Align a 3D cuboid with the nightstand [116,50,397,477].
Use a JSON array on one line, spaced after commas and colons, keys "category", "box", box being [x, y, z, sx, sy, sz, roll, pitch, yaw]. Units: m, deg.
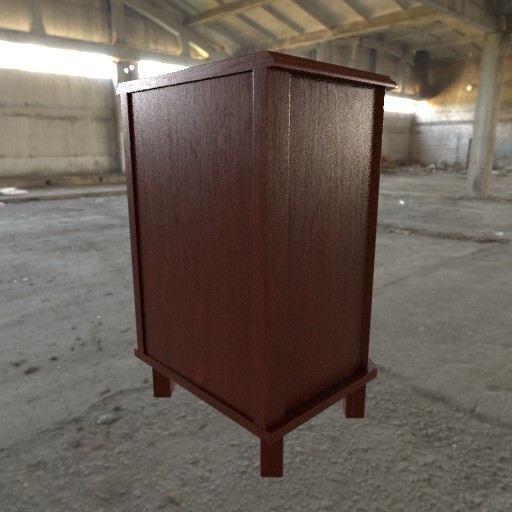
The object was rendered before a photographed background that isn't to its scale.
[{"category": "nightstand", "box": [0.000, 0.000, 0.918, 0.351, 0.681, 0.435, -13, 18, -42]}]
